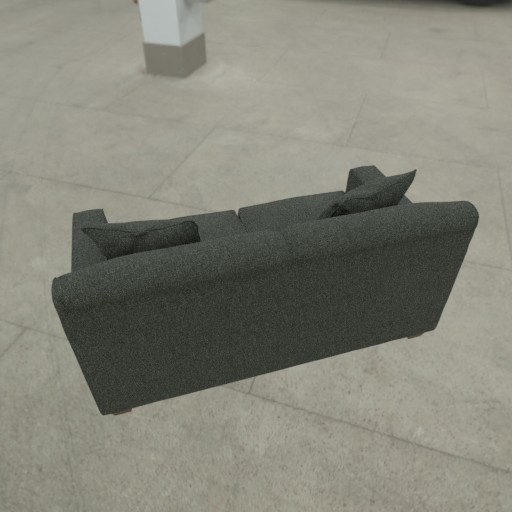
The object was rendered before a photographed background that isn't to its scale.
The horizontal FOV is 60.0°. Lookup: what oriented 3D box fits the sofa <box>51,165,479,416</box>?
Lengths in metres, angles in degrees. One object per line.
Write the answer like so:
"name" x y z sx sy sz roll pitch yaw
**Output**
"sofa" 0.000 0.000 2.403 1.846 0.958 0.998 -11 42 -13
